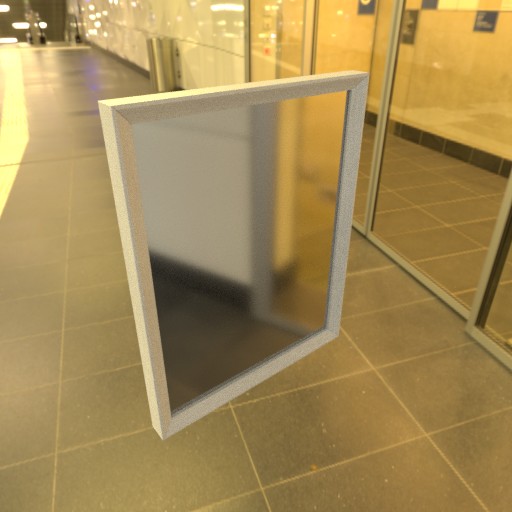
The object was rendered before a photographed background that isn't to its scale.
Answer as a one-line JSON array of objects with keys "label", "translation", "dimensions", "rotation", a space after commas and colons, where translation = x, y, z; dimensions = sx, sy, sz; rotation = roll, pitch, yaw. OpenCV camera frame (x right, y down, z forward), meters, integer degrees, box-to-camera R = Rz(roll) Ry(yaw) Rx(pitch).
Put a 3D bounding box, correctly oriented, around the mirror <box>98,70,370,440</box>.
[{"label": "mirror", "translation": [0.000, 0.000, 0.696], "dimensions": [0.406, 0.509, 0.041], "rotation": [-21, 36, -33]}]
